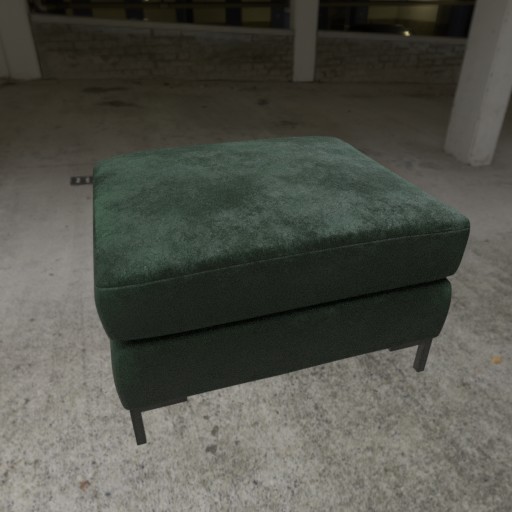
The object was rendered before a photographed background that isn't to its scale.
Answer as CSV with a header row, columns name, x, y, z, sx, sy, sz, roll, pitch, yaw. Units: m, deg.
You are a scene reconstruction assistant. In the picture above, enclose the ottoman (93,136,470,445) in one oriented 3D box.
name,x,y,z,sx,sy,sz,roll,pitch,yaw
ottoman,0.000,0.000,1.287,0.839,0.538,0.701,-9,33,-15
